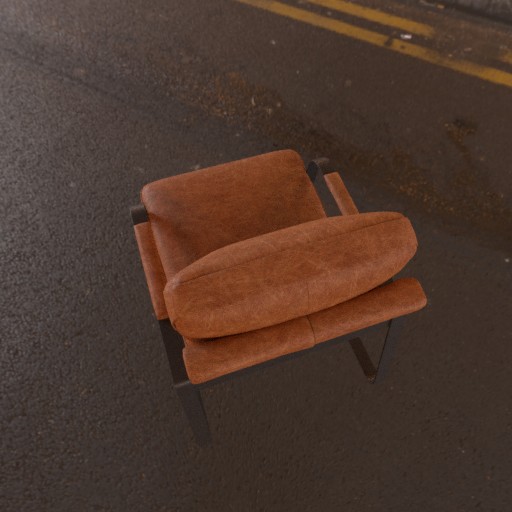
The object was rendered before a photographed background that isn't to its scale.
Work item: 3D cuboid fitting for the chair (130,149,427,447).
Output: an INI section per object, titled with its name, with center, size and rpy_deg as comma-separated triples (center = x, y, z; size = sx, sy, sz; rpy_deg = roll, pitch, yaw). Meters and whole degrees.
[chair]
center = 0.000, 0.000, 1.353
size = 0.651, 0.777, 0.801
rpy_deg = -16, 58, -10
